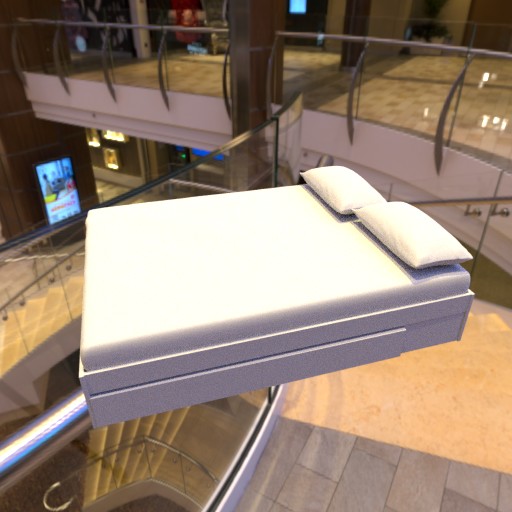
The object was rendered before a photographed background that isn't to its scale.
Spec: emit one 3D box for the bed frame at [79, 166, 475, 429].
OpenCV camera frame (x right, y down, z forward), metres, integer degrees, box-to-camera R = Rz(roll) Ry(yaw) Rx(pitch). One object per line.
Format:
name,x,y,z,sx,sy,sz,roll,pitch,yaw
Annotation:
bed frame,0.000,0.000,2.648,1.950,0.629,1.450,-9,32,-14
